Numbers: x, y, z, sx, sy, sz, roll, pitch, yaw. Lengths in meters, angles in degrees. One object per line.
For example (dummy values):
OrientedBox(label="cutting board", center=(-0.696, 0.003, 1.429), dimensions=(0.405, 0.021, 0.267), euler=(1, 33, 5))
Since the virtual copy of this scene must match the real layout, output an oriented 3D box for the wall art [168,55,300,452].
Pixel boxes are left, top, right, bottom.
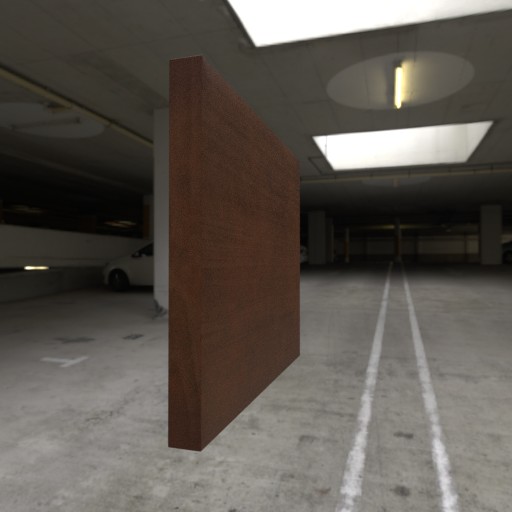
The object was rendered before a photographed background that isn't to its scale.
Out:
OrientedBox(label="wall art", center=(0.000, 0.000, 0.562), dimensions=(0.030, 0.328, 0.401), euler=(0, -1, 17))
